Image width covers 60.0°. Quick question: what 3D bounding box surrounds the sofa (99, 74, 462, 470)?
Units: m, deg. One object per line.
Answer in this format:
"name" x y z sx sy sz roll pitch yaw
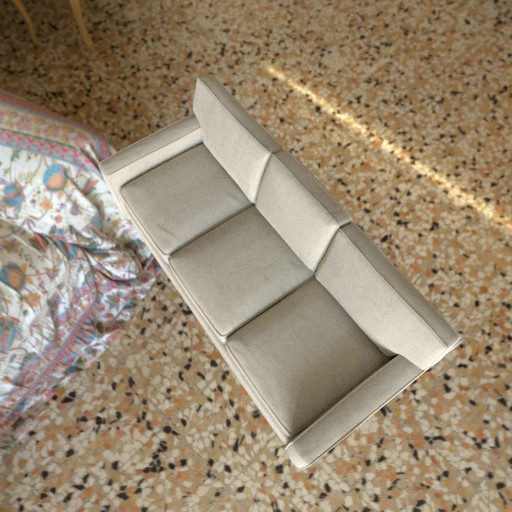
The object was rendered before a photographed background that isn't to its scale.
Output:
"sofa" 0.000 0.000 2.572 0.936 0.862 2.093 -33 68 -15
